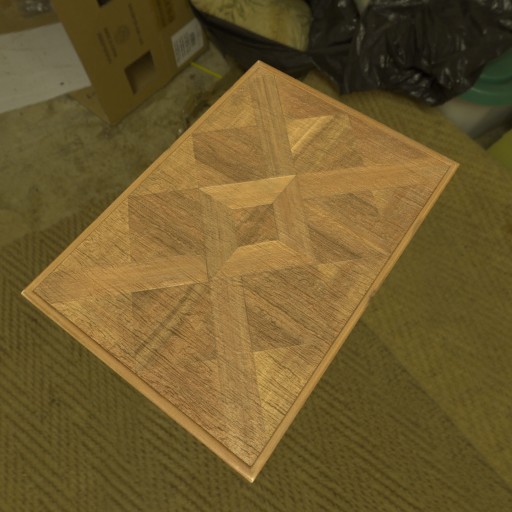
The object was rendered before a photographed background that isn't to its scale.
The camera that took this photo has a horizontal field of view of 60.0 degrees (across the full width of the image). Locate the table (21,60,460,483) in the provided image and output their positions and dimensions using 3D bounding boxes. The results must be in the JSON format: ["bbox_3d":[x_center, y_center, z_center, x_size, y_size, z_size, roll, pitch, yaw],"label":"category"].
[{"bbox_3d":[0.000,0.000,1.674,0.877,0.492,1.238,33,69,15],"label":"table"}]
